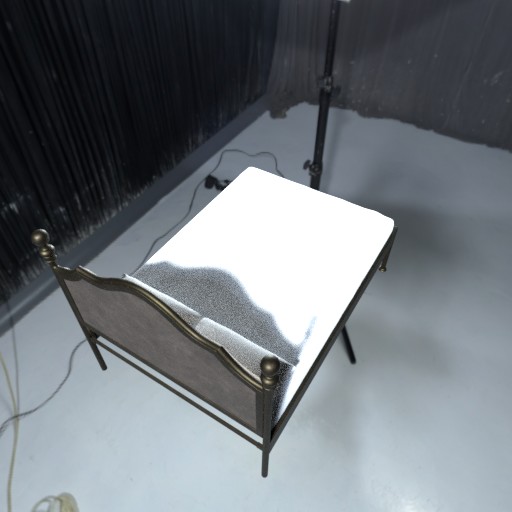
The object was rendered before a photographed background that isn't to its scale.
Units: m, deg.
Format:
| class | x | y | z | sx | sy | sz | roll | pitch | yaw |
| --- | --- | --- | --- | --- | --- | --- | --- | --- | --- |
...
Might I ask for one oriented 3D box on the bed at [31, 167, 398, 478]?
| class | x | y | z | sx | sy | sz | roll | pitch | yaw |
| --- | --- | --- | --- | --- | --- | --- | --- | --- | --- |
| bed | 0.000 | 0.000 | 3.231 | 1.533 | 1.462 | 2.170 | 25 | 52 | 21 |
